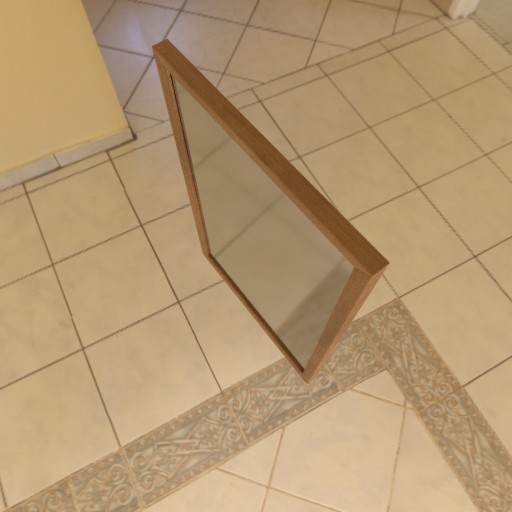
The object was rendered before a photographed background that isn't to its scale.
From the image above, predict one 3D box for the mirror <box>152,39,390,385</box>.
[{"bbox_3d":[0.000,0.000,1.167,0.040,0.915,0.609,-35,69,-15],"label":"mirror"}]
